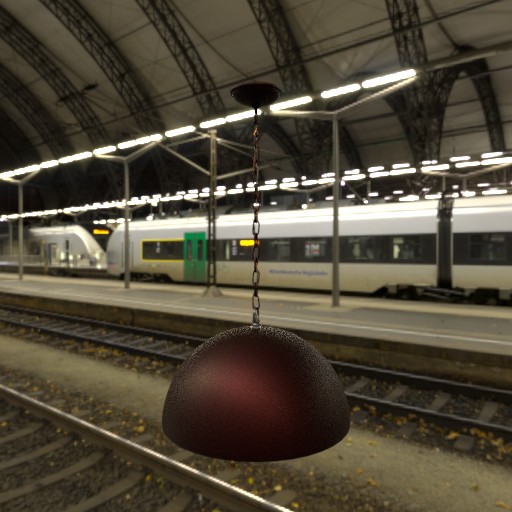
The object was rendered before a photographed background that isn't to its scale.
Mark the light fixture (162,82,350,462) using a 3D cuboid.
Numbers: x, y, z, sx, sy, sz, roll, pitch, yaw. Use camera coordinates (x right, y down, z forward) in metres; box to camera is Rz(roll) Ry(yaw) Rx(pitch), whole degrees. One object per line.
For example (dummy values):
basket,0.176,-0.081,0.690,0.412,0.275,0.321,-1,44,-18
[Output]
light fixture,0.000,0.000,1.178,0.492,0.869,0.492,0,1,17
